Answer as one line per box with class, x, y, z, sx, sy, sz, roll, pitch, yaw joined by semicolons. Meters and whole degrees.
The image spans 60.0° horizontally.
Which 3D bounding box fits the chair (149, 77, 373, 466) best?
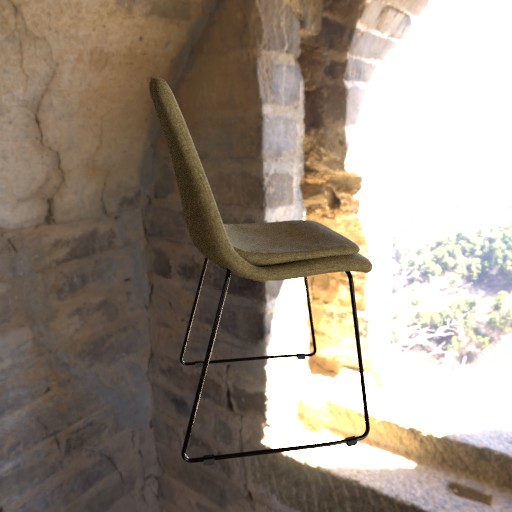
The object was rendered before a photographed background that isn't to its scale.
chair;0.000;0.000;1.158;0.496;0.849;0.479;-2;14;-10
